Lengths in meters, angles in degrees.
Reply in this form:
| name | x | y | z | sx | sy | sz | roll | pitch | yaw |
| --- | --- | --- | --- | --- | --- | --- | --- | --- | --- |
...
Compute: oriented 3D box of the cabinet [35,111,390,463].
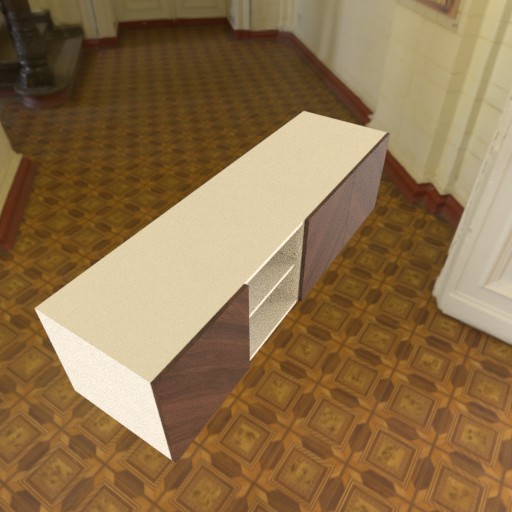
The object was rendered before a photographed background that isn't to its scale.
| name | x | y | z | sx | sy | sz | roll | pitch | yaw |
| --- | --- | --- | --- | --- | --- | --- | --- | --- | --- |
| cabinet | 0.000 | 0.000 | 1.737 | 0.431 | 0.533 | 1.499 | 23 | 47 | 24 |
